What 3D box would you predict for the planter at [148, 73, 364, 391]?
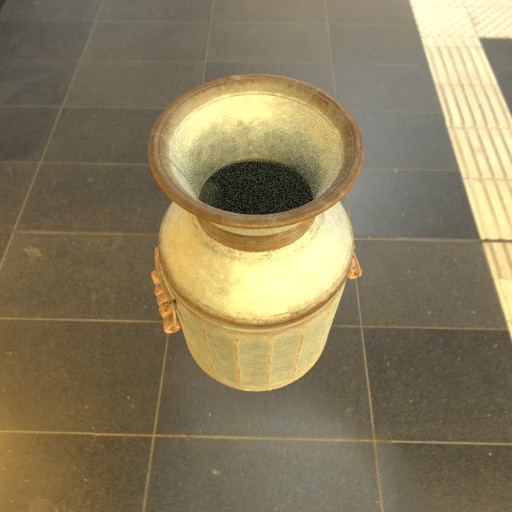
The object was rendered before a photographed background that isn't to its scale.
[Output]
[{"bbox_3d":[0.000,0.000,0.514,0.248,0.358,0.215,-16,59,-10],"label":"planter"}]
